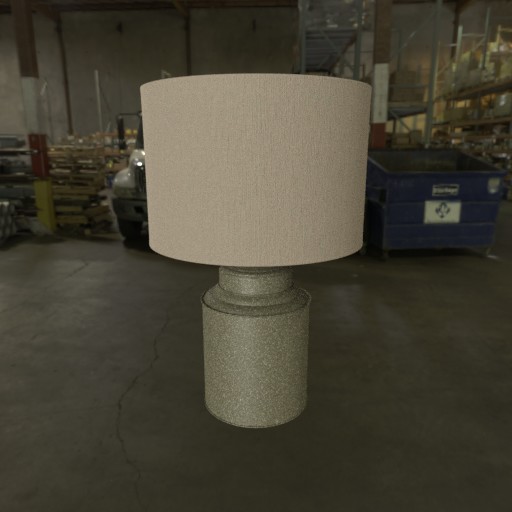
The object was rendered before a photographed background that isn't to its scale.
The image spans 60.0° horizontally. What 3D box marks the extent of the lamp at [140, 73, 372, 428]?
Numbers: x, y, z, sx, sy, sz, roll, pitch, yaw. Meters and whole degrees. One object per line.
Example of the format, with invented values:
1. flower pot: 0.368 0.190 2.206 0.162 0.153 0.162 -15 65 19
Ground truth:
1. lamp: 0.000 0.000 0.685 0.318 0.486 0.318 0 14 0
